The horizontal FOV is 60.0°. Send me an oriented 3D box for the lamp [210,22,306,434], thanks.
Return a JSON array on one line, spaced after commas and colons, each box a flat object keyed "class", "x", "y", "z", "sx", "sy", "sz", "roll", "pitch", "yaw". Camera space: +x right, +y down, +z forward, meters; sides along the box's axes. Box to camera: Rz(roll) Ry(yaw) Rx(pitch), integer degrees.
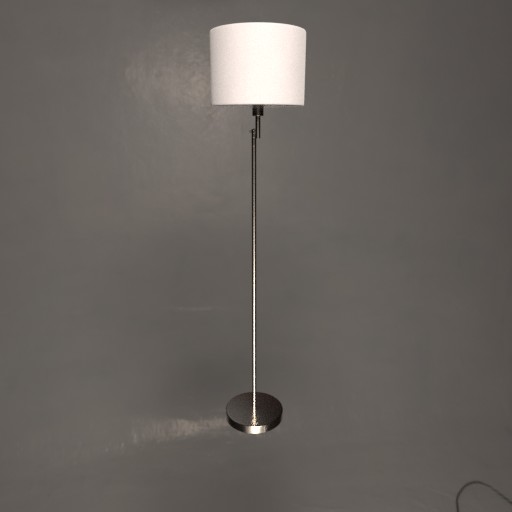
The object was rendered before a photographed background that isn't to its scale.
[{"class": "lamp", "x": 0.000, "y": 0.000, "z": 1.768, "sx": 0.324, "sy": 1.600, "sz": 0.416, "roll": -2, "pitch": 17, "yaw": -7}]
